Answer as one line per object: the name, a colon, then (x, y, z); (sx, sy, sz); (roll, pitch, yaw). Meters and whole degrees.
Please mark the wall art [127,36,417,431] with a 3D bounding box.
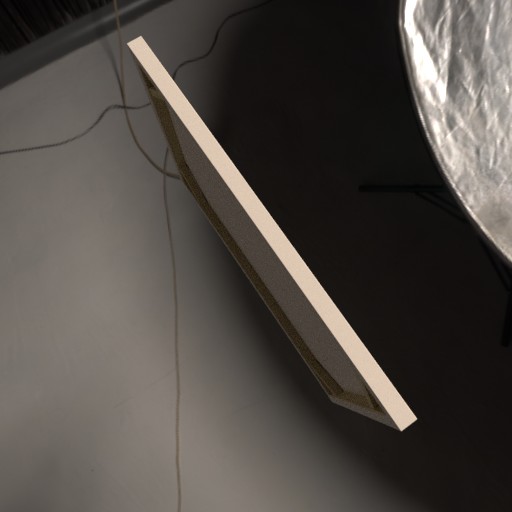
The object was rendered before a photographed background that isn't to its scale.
wall art: (0.000, 0.000, 1.295); (0.038, 0.762, 1.016); (-33, 78, -8)
